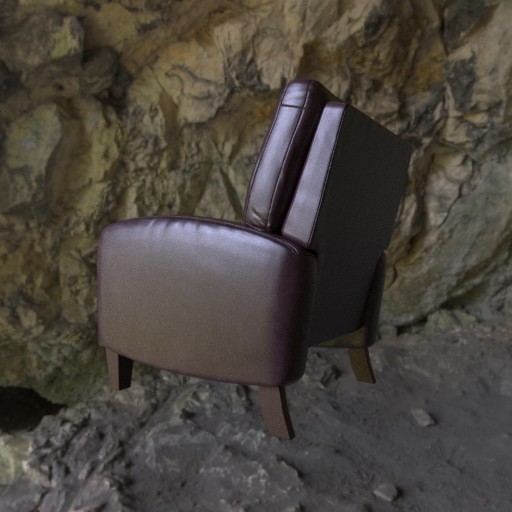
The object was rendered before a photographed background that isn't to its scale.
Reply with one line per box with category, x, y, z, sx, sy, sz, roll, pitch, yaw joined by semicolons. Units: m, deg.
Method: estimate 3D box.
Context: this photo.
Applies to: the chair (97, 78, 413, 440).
chair;0.000;0.000;1.662;0.990;0.990;0.762;0;1;35
